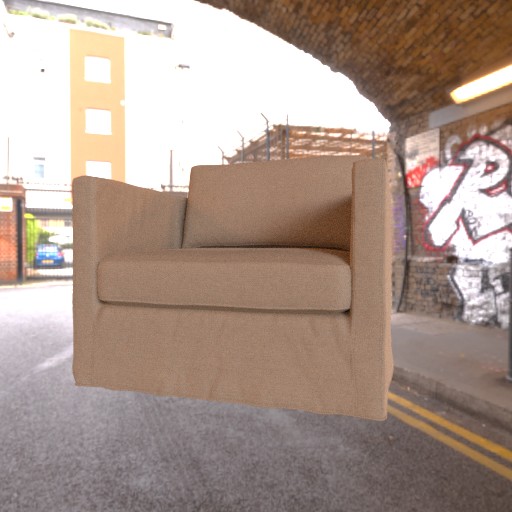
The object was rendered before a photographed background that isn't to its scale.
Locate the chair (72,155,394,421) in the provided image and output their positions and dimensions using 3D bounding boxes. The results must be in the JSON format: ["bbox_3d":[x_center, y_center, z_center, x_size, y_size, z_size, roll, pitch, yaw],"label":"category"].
[{"bbox_3d":[0.000,0.000,1.775,1.057,0.867,0.949,0,1,18],"label":"chair"}]
